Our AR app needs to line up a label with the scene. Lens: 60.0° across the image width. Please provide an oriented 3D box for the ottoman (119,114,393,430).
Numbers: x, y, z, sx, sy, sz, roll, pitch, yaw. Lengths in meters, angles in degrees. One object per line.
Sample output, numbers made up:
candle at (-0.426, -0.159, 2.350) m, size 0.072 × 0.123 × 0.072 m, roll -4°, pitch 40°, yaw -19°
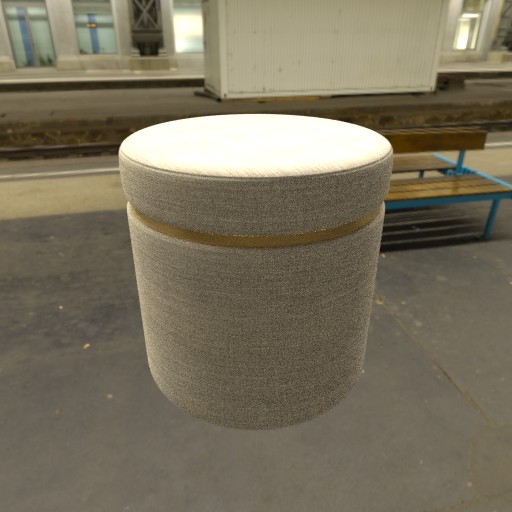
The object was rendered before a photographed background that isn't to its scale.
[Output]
ottoman at (0.000, 0.000, 0.750) m, size 0.400 × 0.406 × 0.400 m, roll 0°, pitch 27°, yaw 0°
